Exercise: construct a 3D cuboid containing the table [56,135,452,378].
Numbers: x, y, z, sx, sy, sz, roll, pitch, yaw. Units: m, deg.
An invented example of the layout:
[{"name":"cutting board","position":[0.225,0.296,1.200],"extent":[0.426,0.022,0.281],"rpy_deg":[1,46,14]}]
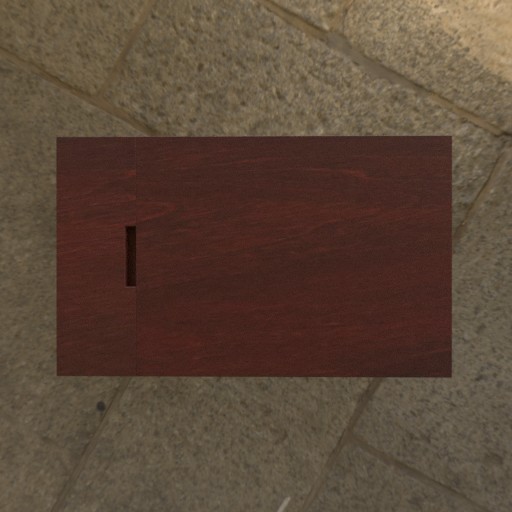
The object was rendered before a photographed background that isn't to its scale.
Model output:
[{"name":"table","position":[0.000,0.000,0.960],"extent":[0.584,0.612,0.356],"rpy_deg":[0,90,1]}]
